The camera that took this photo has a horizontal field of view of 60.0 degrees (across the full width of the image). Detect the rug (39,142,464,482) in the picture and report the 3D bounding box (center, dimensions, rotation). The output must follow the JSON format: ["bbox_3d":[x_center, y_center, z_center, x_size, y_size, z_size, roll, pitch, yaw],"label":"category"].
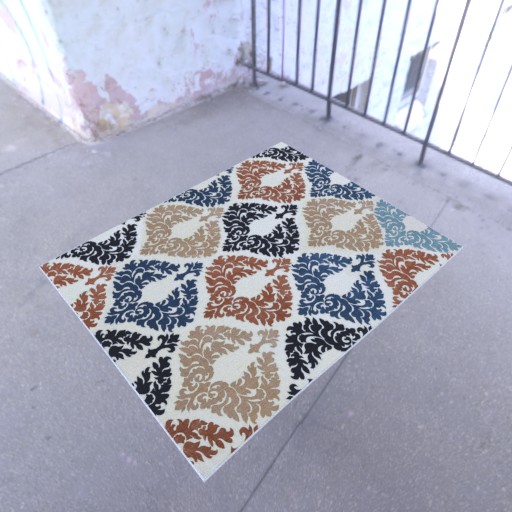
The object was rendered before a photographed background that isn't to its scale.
[{"bbox_3d":[0.000,0.000,4.035,3.040,0.014,2.423,-33,55,-28],"label":"rug"}]
